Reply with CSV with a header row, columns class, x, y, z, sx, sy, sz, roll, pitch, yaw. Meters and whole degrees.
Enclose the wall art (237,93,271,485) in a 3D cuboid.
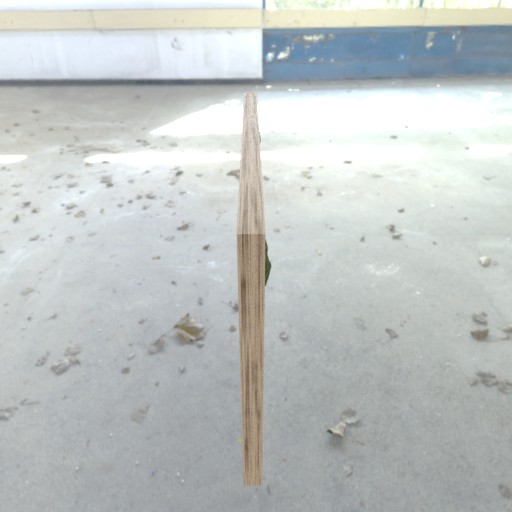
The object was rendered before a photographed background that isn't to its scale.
class,x,y,z,sx,sy,sz,roll,pitch,yaw
wall art,0.000,0.000,1.124,0.063,0.609,0.841,0,33,-1
